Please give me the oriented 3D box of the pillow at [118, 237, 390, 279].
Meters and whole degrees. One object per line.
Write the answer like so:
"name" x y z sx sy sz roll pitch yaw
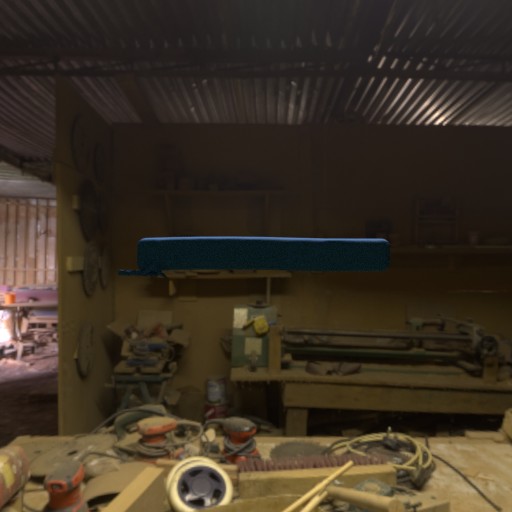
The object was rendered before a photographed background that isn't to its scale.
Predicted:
"pillow" 0.000 0.000 1.355 0.492 0.081 1.187 0 0 0
